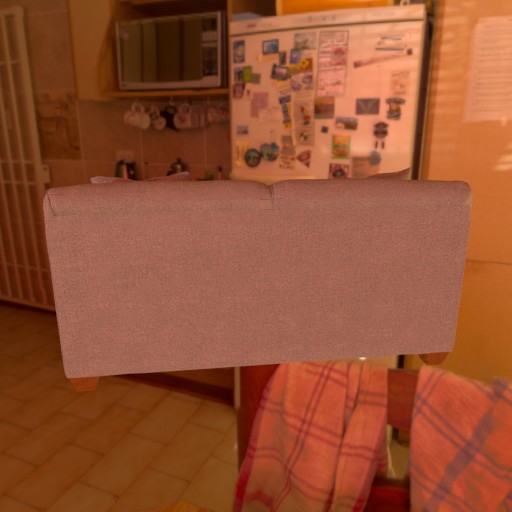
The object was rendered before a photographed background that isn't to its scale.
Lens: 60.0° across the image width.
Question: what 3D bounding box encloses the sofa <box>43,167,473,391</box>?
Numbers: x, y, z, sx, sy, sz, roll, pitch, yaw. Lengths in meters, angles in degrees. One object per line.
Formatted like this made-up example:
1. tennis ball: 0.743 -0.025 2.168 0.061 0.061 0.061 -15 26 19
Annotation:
1. sofa: 0.000 0.000 2.415 1.846 0.958 1.000 -2 16 -8
